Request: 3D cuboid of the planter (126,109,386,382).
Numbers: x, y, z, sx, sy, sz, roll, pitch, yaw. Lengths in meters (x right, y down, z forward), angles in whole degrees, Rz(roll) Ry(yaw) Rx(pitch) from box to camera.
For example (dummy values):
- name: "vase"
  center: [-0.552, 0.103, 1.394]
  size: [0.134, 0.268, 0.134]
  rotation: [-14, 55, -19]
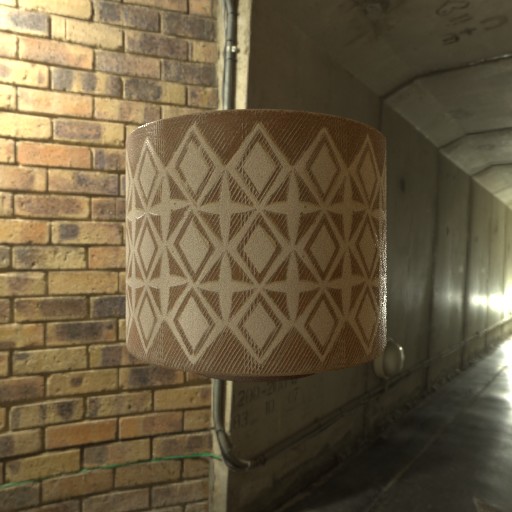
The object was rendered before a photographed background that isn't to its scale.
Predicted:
- name: "planter"
  center: [0.000, 0.000, 0.342]
  size: [0.193, 0.165, 0.193]
  rotation: [0, 0, 0]
